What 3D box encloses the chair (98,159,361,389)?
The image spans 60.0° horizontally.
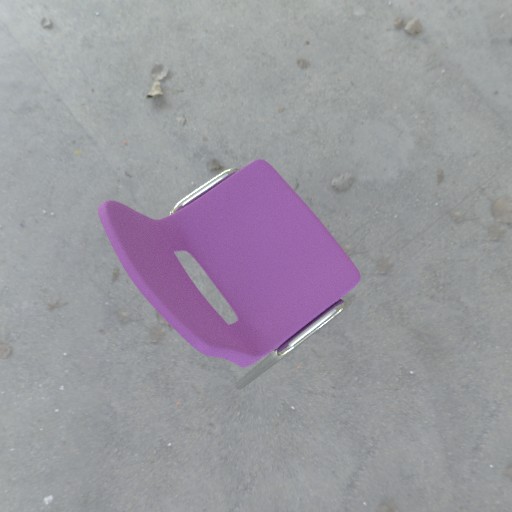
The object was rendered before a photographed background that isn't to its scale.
[{"bbox_3d":[0.000,0.000,0.678,0.301,0.493,0.291,-36,78,-9],"label":"chair"}]
